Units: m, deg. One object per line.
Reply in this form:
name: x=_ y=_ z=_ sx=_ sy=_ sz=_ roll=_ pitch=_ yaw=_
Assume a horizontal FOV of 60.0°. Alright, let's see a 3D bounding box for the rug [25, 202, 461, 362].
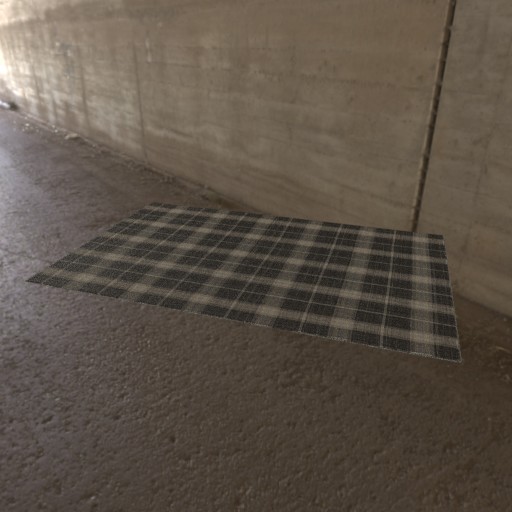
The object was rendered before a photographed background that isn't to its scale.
rug: x=0.000 y=0.000 z=2.968 sx=2.434 sy=0.015 sz=1.520 roll=8 pitch=27 yaw=16
